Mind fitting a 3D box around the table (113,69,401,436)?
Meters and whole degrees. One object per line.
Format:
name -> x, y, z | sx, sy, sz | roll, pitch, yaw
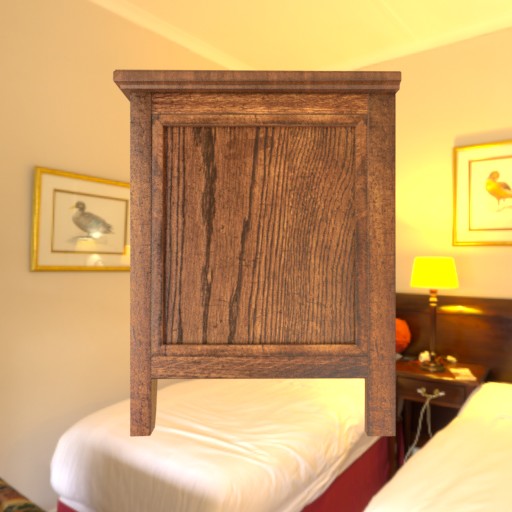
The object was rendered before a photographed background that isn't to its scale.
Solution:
table -> 0.000, 0.000, 0.999 | 0.461, 0.597, 0.586 | 0, 0, 0
